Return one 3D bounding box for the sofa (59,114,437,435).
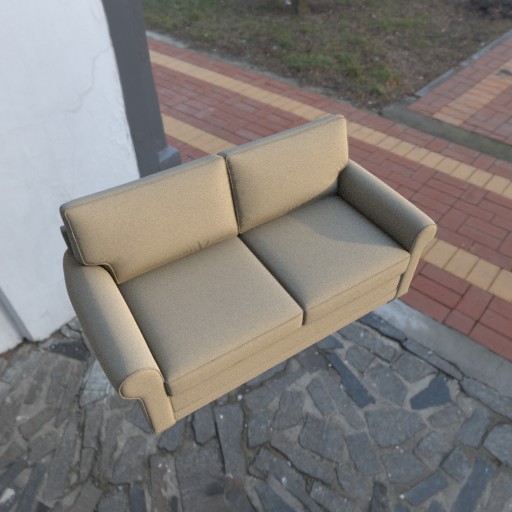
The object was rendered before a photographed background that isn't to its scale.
[{"bbox_3d":[0.000,0.000,2.469,1.930,0.952,0.940,-24,50,-22],"label":"sofa"}]
